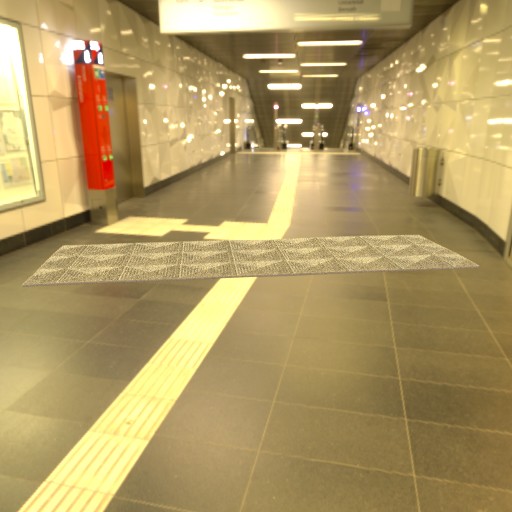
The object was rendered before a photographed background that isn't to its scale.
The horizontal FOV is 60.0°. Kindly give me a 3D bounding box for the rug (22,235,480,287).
[{"bbox_3d":[0.000,0.000,2.390,2.182,0.015,0.645,-2,17,-7],"label":"rug"}]
